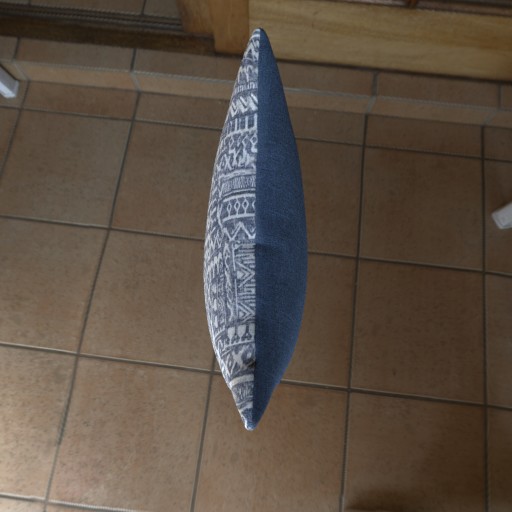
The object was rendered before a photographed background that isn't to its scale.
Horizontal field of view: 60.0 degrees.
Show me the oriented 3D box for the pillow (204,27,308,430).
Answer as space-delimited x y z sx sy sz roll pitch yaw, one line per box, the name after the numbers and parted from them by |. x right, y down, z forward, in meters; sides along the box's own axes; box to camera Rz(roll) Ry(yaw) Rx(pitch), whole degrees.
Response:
0.000 0.000 0.785 0.180 0.487 0.546 1 75 0 | pillow
